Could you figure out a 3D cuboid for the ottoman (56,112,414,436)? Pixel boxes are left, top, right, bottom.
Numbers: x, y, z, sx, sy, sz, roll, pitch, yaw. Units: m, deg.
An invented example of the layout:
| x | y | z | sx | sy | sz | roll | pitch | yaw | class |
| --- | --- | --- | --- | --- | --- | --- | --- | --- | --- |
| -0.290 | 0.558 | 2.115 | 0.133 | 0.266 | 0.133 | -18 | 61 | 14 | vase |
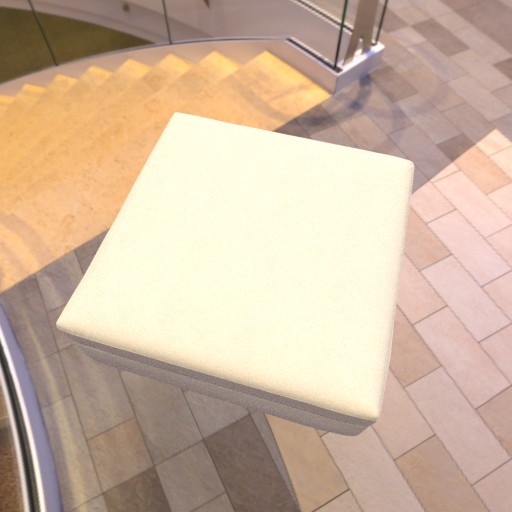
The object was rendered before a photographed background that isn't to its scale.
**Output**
| x | y | z | sx | sy | sz | roll | pitch | yaw | class |
| --- | --- | --- | --- | --- | --- | --- | --- | --- | --- |
| 0.000 | 0.000 | 1.878 | 1.167 | 0.482 | 1.163 | 14 | 60 | 8 | ottoman |
